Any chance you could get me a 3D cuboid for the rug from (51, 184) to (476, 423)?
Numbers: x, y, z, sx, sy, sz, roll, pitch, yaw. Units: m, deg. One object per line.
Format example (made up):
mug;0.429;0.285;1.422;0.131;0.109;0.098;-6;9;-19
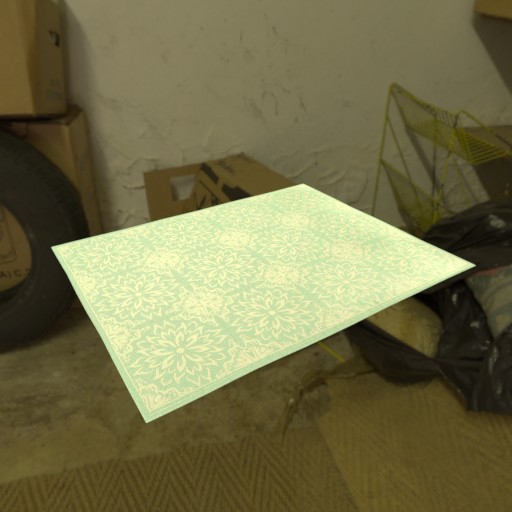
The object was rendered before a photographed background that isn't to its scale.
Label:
rug;0.000;0.000;3.957;2.980;0.012;2.363;-18;35;-29
